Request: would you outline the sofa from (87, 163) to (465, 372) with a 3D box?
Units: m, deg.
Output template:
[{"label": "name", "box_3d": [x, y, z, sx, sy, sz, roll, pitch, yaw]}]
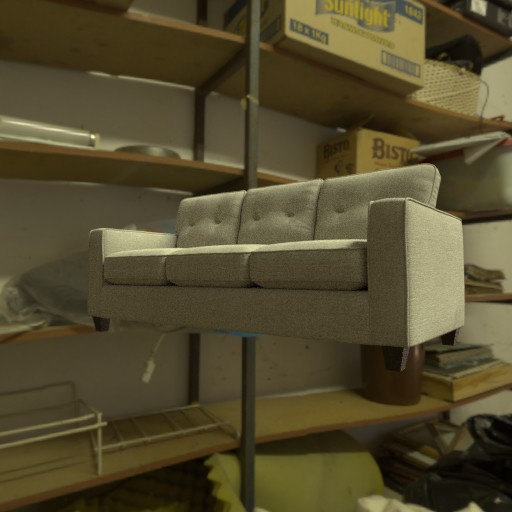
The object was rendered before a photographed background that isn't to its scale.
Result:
[{"label": "sofa", "box_3d": [0.000, 0.000, 2.652, 2.133, 0.965, 0.939, -2, -3, 37]}]
